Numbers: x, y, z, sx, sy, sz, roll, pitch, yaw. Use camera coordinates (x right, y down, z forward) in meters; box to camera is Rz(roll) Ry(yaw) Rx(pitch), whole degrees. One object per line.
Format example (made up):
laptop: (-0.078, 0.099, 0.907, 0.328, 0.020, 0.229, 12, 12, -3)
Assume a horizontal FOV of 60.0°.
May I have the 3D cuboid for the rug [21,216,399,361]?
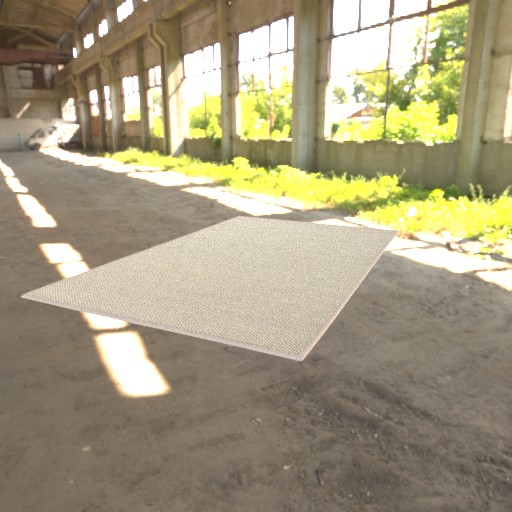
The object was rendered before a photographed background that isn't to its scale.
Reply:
rug: (0.000, 0.000, 2.084, 1.067, 0.013, 1.676, 7, 18, 25)
